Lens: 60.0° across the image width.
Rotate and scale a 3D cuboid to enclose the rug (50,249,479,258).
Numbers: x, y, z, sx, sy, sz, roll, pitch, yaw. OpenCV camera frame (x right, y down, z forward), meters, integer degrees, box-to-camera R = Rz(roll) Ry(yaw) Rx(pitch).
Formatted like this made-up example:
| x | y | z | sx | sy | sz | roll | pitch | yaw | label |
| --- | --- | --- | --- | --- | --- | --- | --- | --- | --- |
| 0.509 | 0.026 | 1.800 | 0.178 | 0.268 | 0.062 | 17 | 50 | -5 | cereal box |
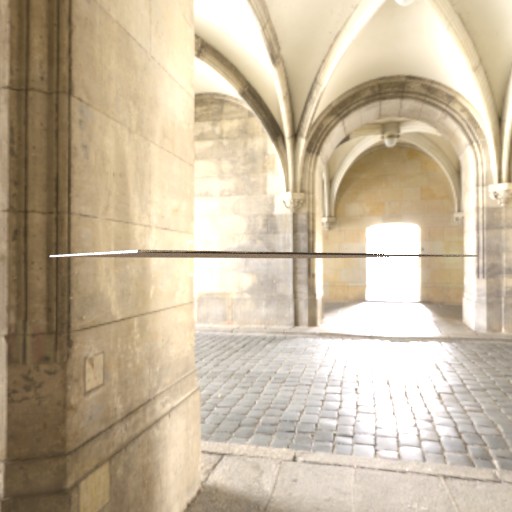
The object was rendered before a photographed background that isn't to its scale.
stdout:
| x | y | z | sx | sy | sz | roll | pitch | yaw | label |
| --- | --- | --- | --- | --- | --- | --- | --- | --- | --- |
| 0.000 | 0.000 | 4.026 | 3.049 | 0.015 | 2.457 | 0 | -1 | -34 | rug |
